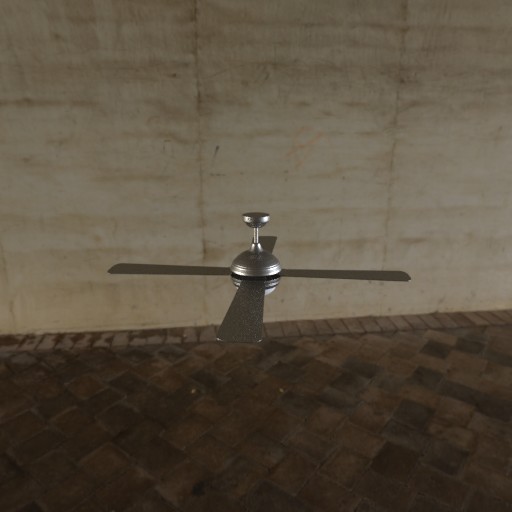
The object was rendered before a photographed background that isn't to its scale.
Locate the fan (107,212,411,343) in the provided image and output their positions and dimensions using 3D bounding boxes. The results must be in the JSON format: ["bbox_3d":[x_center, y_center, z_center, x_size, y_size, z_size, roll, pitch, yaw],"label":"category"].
[{"bbox_3d":[0.000,0.000,2.024,1.321,0.381,1.321,8,18,24],"label":"fan"}]
